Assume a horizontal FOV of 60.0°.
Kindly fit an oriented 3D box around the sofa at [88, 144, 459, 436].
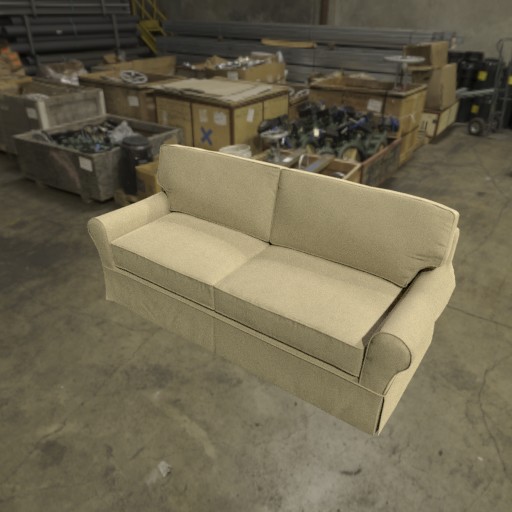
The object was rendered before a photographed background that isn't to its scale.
[{"bbox_3d":[0.000,0.000,2.786,2.246,1.014,0.900,20,35,30],"label":"sofa"}]
